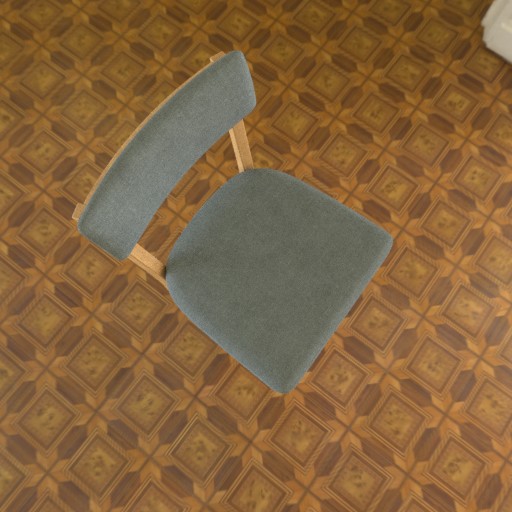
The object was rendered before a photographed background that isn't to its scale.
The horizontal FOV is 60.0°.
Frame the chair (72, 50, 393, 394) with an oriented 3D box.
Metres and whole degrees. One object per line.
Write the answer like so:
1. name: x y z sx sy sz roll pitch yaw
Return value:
1. chair: 0.000 0.000 1.210 0.572 0.832 0.508 36 78 9
